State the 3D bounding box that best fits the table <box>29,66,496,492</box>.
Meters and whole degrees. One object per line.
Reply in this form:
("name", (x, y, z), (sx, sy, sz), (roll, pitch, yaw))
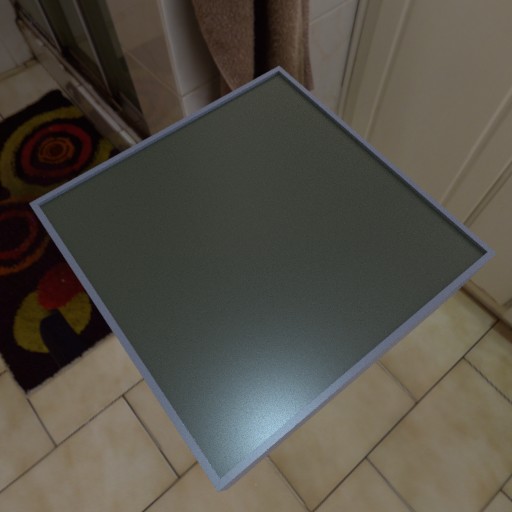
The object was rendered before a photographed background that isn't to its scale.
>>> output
("table", (0.000, 0.000, 1.199), (0.801, 0.299, 0.801), (-35, 68, -16))
